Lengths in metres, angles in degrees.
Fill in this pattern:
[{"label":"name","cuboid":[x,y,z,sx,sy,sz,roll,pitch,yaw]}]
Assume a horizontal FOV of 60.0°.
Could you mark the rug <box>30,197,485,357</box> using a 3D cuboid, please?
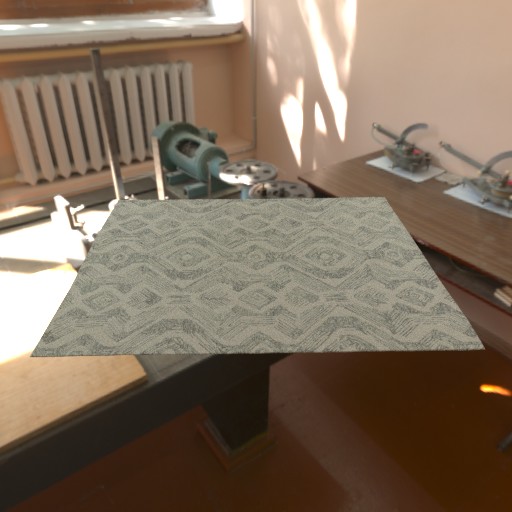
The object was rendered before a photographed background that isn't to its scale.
[{"label":"rug","cuboid":[0.000,0.000,3.981,3.054,0.030,2.430,-1,32,-1]}]
